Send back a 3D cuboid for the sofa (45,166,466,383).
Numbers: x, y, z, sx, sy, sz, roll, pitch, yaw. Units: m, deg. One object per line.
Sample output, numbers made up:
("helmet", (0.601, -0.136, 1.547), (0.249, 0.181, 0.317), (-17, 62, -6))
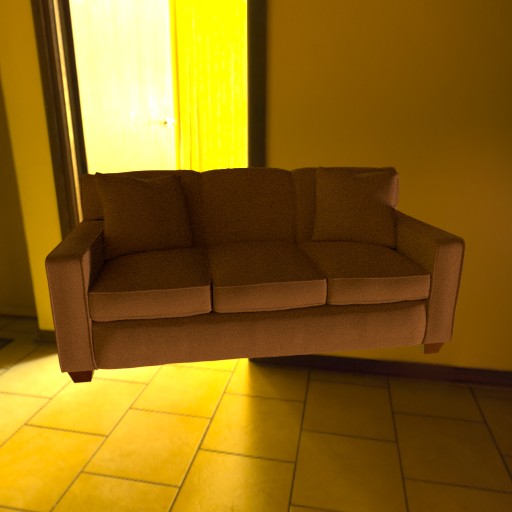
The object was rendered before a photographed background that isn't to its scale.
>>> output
("sofa", (0.000, 0.000, 2.547), (2.024, 0.958, 0.997), (-3, 17, -9))
